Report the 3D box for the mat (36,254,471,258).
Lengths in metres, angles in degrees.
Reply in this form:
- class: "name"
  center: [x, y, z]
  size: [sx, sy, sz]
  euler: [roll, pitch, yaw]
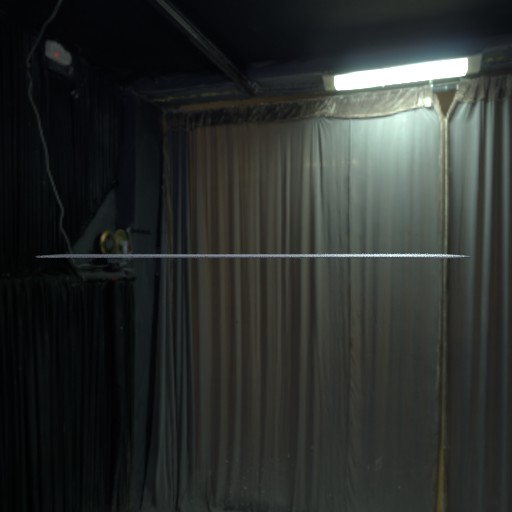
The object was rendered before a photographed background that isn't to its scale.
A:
- class: "mat"
  center: [0.000, 0.000, 1.826]
  size: [1.524, 0.013, 0.918]
  euler: [0, 0, 18]
